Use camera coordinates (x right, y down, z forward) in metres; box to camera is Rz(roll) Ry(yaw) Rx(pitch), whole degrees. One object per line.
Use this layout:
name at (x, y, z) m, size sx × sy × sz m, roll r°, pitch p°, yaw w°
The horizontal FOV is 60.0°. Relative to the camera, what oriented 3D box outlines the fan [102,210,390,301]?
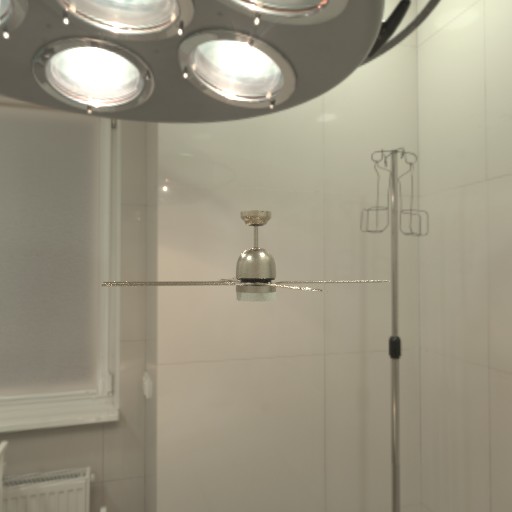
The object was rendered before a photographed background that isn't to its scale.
fan at (0.000, 0.000, 2.052) m, size 1.346 × 0.406 × 1.346 m, roll 0°, pitch -1°, yaw -16°
